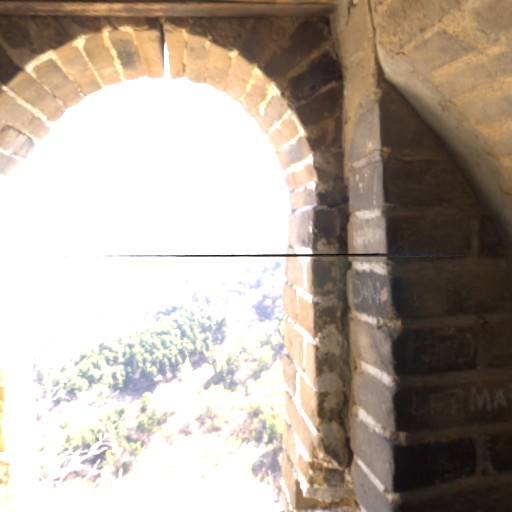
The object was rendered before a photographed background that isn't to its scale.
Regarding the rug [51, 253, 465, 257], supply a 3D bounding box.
[{"bbox_3d":[0.000,0.000,3.800,2.940,0.011,2.053,0,0,36],"label":"rug"}]
